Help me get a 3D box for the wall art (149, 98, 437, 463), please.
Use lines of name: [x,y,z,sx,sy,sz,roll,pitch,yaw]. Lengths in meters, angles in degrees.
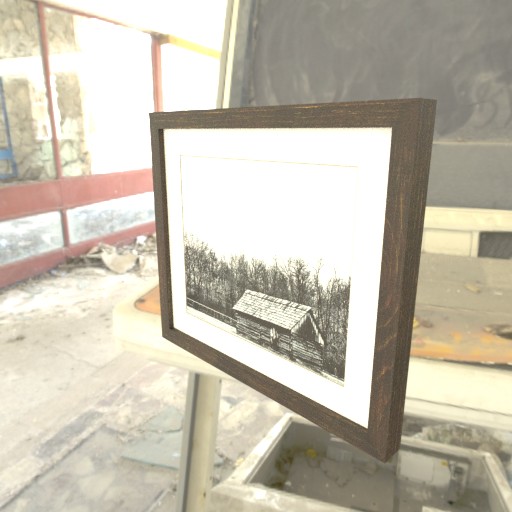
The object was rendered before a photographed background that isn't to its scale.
wall art: [0.000,0.000,0.520,0.031,0.330,0.381,-15,22,-43]
